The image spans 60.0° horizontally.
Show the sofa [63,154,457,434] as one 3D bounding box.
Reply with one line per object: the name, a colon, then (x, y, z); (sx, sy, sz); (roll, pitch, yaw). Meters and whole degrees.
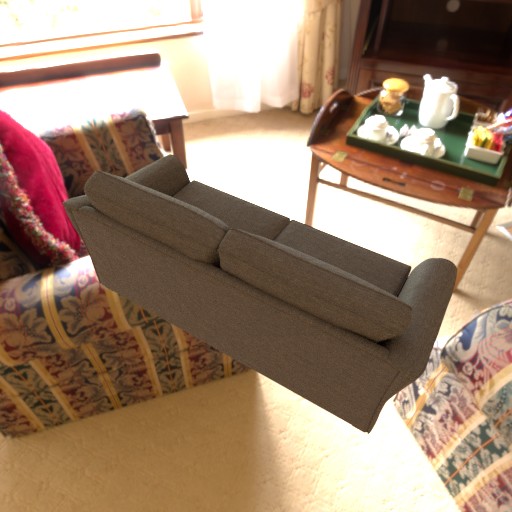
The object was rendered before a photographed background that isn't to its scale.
sofa: (0.000, 0.000, 2.789); (2.270, 0.950, 0.971); (24, 51, 22)
